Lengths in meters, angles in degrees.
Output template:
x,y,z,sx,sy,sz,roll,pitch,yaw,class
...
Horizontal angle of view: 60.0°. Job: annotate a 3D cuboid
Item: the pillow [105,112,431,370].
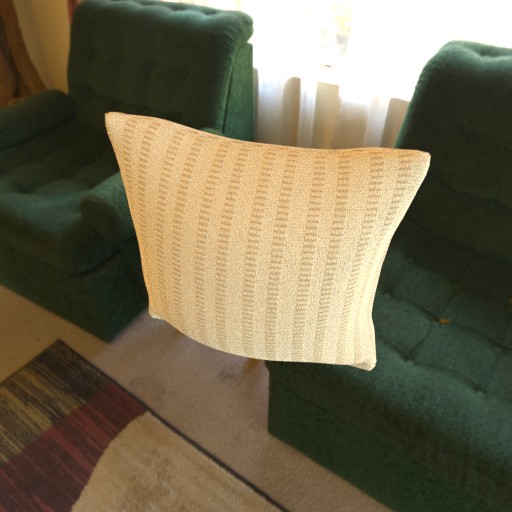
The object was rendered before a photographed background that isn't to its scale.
x,y,z,sx,sy,sz,roll,pitch,yaw,class
0.000,0.000,0.697,0.438,0.419,0.247,11,41,13,pillow
